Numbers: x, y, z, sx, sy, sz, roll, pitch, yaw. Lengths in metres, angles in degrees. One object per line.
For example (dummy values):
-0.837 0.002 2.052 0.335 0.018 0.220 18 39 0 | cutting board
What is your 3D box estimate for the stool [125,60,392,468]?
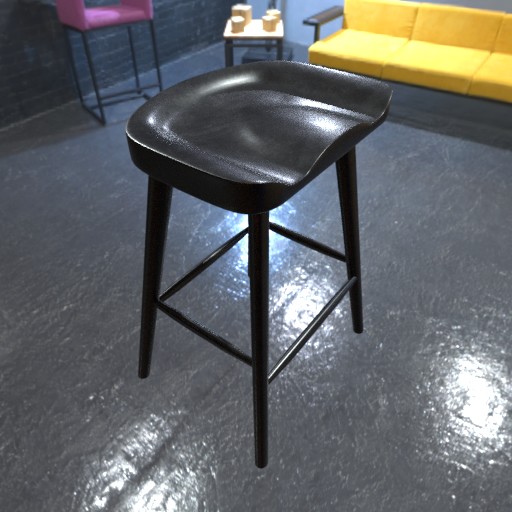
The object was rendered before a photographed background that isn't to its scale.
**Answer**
0.000 0.000 0.869 0.361 0.615 0.440 26 47 27 | stool
